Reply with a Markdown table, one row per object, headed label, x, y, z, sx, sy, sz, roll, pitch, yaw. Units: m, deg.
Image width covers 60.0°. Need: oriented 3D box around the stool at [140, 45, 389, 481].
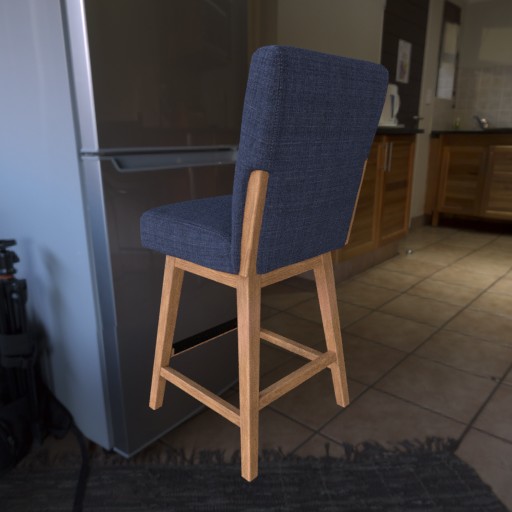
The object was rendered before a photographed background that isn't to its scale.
| label | x | y | z | sx | sy | sz | roll | pitch | yaw |
| --- | --- | --- | --- | --- | --- | --- | --- | --- | --- |
| stool | 0.000 | 0.000 | 1.263 | 0.526 | 1.010 | 0.459 | 15 | 22 | 42 |
